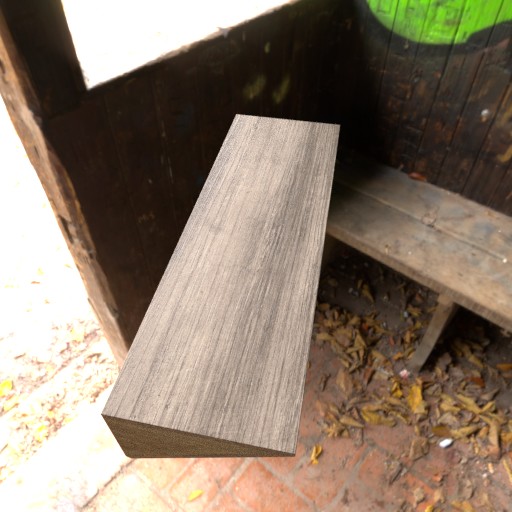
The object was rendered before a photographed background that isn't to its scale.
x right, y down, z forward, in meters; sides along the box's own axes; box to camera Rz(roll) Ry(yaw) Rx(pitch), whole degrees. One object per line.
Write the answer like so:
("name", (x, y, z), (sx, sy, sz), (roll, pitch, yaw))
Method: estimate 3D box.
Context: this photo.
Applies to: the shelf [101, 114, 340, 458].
("shelf", (0.000, 0.000, 0.687), (0.200, 0.125, 0.610), (8, 47, 8))
